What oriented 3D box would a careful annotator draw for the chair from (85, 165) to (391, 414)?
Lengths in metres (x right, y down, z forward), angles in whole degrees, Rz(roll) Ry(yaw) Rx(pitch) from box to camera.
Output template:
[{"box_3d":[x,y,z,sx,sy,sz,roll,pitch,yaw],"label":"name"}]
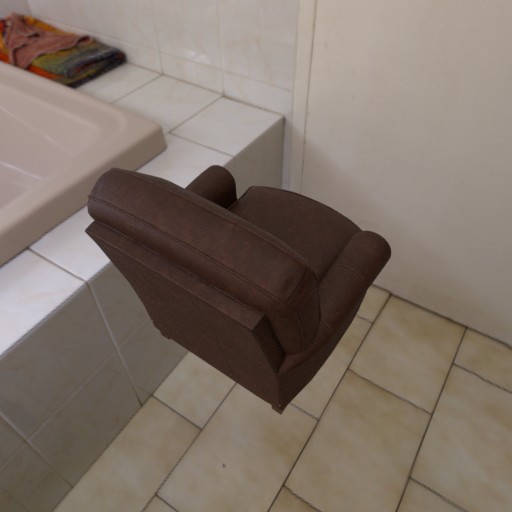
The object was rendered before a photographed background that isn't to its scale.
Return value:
[{"box_3d":[0.000,0.000,1.830,0.936,1.018,0.986,27,52,23],"label":"chair"}]
